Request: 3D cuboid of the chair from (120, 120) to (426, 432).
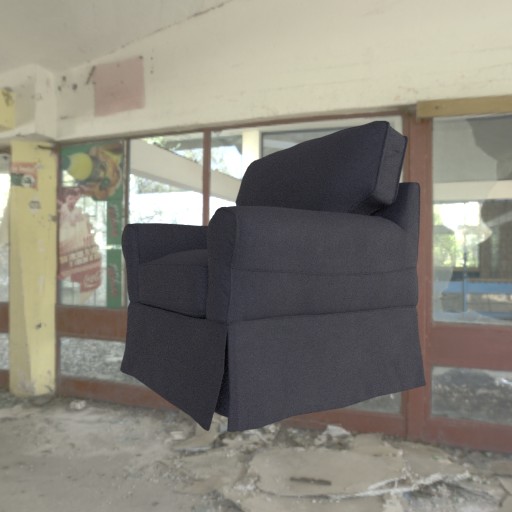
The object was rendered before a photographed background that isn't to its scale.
[{"bbox_3d":[0.000,0.000,2.021,1.002,1.140,1.119,0,0,-35],"label":"chair"}]
